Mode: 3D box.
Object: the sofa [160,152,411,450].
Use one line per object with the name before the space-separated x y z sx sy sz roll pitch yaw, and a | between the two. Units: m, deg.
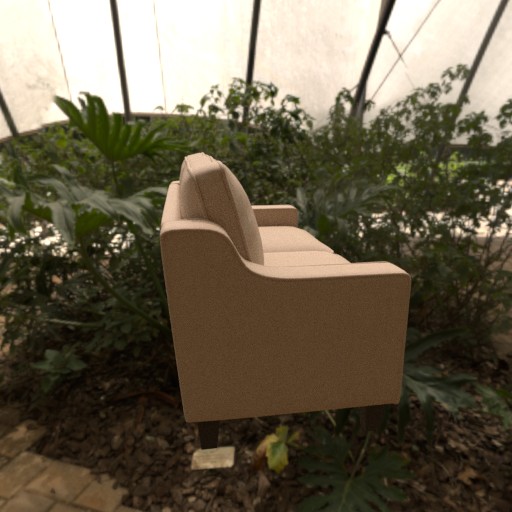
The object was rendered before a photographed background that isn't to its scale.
sofa | 0.000 0.000 3.512 1.351 1.562 2.587 -2 15 -9
